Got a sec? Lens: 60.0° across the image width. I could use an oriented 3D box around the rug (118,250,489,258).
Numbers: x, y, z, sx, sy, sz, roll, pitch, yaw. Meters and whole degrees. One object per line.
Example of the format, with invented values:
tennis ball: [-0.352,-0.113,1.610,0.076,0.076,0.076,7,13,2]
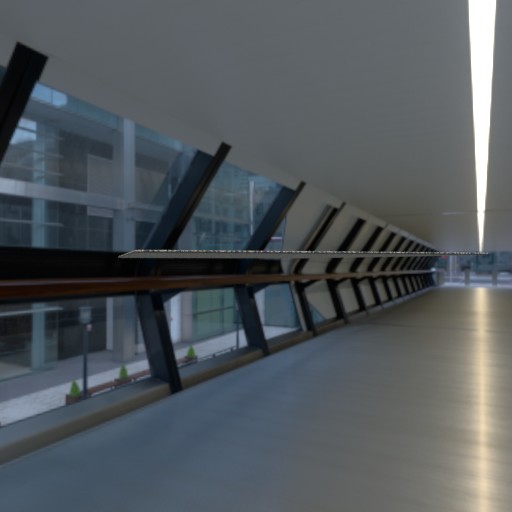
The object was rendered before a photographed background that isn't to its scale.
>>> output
rug: [0.000,0.000,4.244,2.439,0.014,3.207,0,-1,-19]
